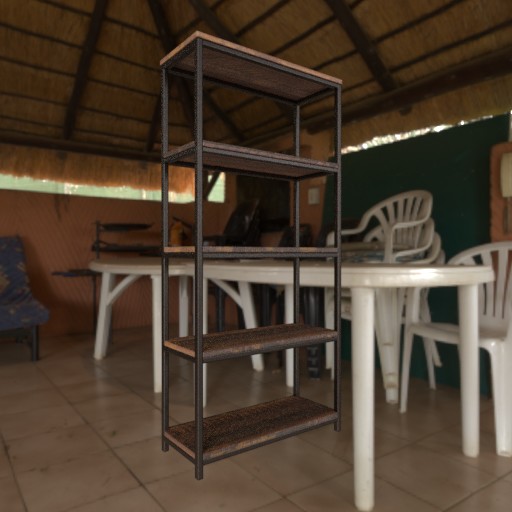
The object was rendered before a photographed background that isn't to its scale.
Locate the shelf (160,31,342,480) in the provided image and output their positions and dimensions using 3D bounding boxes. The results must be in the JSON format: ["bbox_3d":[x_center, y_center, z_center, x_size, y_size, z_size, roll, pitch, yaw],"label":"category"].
[{"bbox_3d":[0.000,0.000,2.236,0.874,1.860,0.359,0,0,-37],"label":"shelf"}]
